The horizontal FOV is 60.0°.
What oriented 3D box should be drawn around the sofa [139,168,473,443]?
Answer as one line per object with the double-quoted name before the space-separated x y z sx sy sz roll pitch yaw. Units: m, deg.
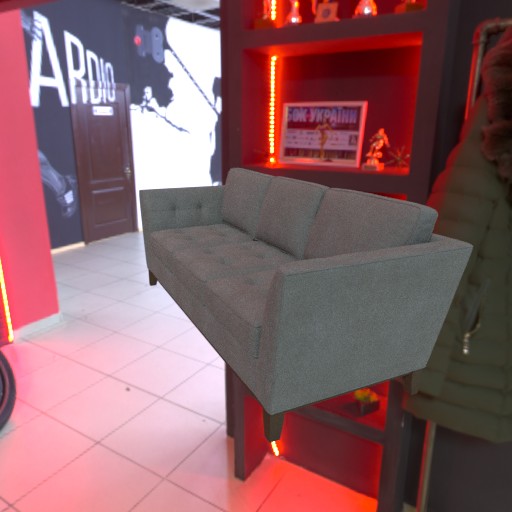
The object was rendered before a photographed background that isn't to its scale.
"sofa" 0.000 0.000 2.845 0.965 0.940 2.387 -8 18 -25
